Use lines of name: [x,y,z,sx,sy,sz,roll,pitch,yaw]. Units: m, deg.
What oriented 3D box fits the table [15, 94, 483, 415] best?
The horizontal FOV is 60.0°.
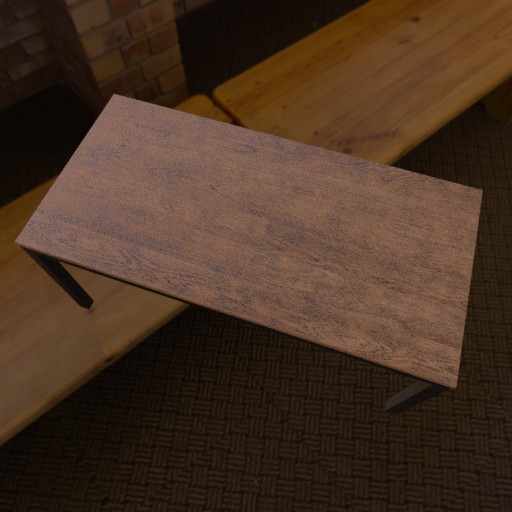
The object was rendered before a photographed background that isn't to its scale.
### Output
table: [0.000,0.000,2.234,1.805,0.767,0.893,17,64,8]
